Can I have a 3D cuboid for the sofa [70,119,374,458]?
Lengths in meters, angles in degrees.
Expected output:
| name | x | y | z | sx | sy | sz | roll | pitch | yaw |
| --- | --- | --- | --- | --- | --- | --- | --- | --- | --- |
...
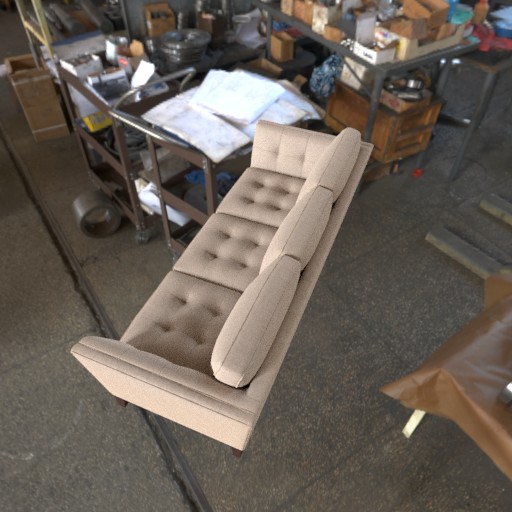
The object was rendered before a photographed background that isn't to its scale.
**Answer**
| name | x | y | z | sx | sy | sz | roll | pitch | yaw |
| --- | --- | --- | --- | --- | --- | --- | --- | --- | --- |
| sofa | 0.000 | 0.000 | 2.976 | 0.965 | 0.940 | 2.388 | 17 | 48 | 16 |
